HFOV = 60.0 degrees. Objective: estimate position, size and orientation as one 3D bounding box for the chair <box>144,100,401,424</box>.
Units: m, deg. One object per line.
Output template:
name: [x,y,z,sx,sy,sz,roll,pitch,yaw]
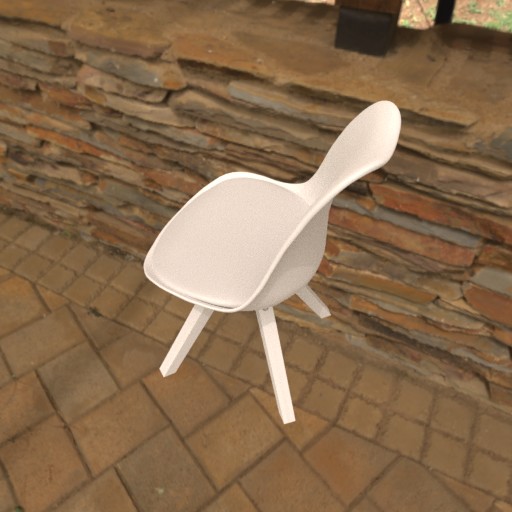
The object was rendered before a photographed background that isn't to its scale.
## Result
chair: [0.000,0.000,1.172,0.550,0.850,0.485,16,49,15]
